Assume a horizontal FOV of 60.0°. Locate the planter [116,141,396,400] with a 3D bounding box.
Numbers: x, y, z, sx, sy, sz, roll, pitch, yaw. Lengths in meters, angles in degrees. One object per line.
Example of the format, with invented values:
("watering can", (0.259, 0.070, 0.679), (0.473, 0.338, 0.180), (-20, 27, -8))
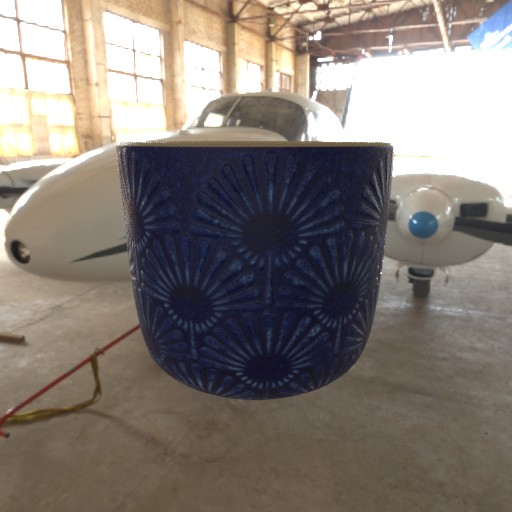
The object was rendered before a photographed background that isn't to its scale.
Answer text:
("planter", (0.000, 0.000, 0.218), (0.124, 0.109, 0.124), (0, 15, 0))
